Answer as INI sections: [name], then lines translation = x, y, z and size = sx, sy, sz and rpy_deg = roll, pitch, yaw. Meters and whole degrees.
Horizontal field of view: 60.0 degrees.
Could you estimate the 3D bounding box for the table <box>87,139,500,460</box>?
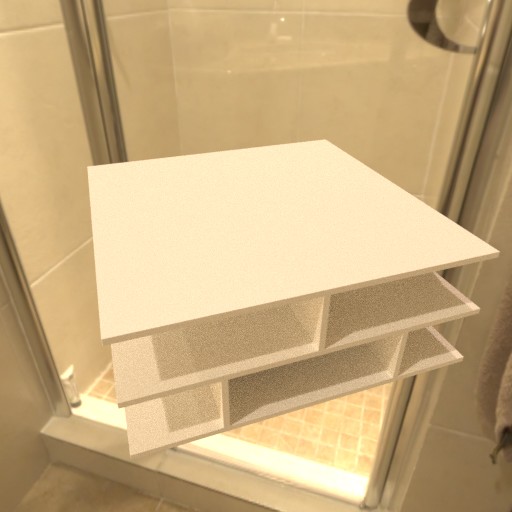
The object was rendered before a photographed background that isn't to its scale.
[table]
translation = 0.000, 0.000, 1.068
size = 0.700, 0.289, 0.700
rpy_deg = -11, 34, -16
